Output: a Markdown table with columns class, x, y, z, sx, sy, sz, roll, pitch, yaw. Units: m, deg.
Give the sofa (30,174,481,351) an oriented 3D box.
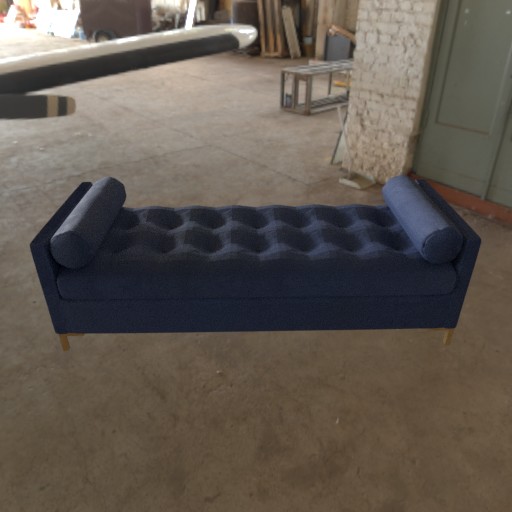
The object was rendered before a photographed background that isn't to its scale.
| class | x | y | z | sx | sy | sz | roll | pitch | yaw |
| --- | --- | --- | --- | --- | --- | --- | --- | --- | --- |
| sofa | 0.000 | 0.000 | 2.493 | 2.102 | 0.705 | 0.796 | -1 | 31 | -1 |
